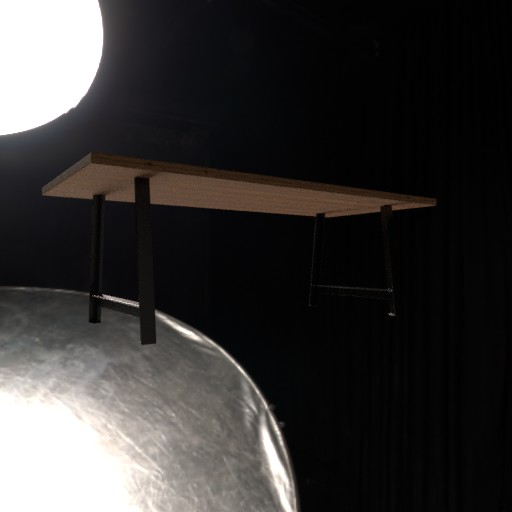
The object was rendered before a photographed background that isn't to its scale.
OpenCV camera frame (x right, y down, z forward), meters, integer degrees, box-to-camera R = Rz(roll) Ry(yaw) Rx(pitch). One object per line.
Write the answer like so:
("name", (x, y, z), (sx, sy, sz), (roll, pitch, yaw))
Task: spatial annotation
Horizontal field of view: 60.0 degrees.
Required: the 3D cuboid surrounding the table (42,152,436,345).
("table", (0.000, 0.000, 2.682), (2.200, 0.757, 1.000), (0, -1, -35))
